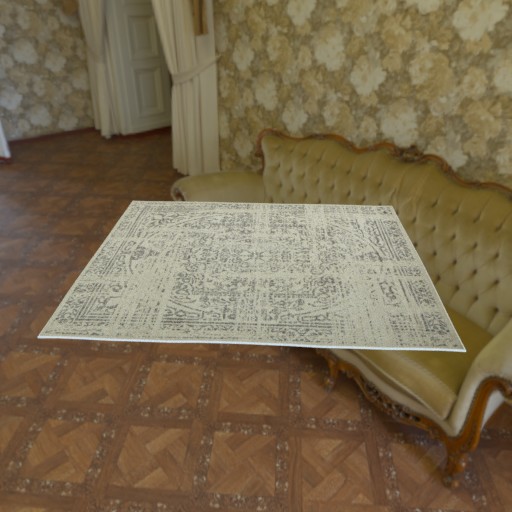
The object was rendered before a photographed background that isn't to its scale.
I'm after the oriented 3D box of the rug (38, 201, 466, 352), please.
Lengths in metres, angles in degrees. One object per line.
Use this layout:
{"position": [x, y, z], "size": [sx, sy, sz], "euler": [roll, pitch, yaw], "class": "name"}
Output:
{"position": [0.000, 0.000, 3.974], "size": [2.921, 0.032, 2.311], "euler": [1, 31, 2], "class": "rug"}
